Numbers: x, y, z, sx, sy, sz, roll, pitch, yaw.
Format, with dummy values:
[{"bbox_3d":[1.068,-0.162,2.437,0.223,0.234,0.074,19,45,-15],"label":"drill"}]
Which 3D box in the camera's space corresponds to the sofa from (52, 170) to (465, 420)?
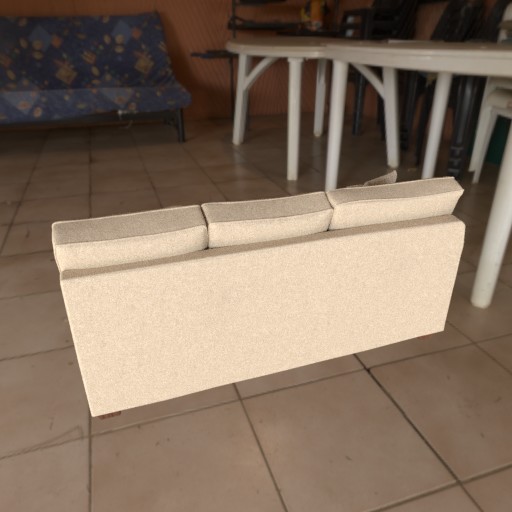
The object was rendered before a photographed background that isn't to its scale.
[{"bbox_3d":[0.000,0.000,2.507,1.962,0.946,1.034,-9,28,-17],"label":"sofa"}]
